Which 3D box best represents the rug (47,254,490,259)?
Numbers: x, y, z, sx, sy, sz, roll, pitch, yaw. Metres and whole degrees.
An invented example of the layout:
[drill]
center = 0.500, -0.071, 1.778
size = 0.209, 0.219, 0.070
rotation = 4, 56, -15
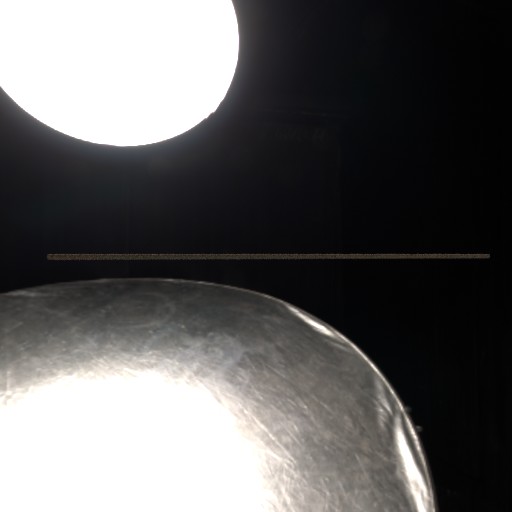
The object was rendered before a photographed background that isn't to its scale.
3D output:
[rug]
center = 0.000, 0.000, 3.390
size = 2.699, 0.025, 1.800
rotation = 0, 0, -18
